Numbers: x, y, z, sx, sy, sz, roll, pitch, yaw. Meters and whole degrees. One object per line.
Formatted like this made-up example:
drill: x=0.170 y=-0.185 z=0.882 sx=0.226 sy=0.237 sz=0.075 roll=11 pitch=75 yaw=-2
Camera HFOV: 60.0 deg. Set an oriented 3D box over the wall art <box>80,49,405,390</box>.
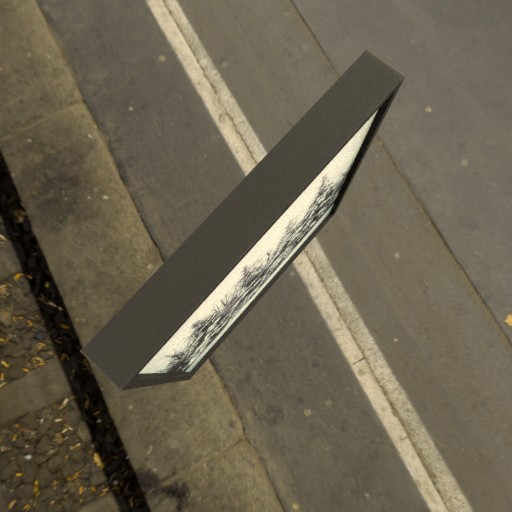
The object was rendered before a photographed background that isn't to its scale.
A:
wall art: x=0.000 y=0.000 z=0.461 sx=0.037 sy=0.305 sz=0.305 roll=40 pitch=79 yaw=9
